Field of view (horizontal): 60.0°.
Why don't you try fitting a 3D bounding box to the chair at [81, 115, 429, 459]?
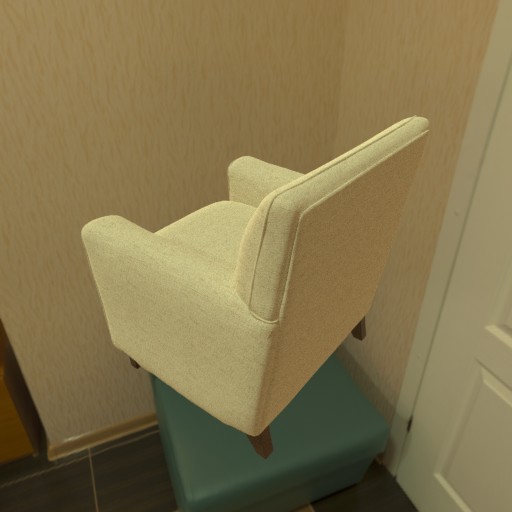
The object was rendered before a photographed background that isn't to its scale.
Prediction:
[{"bbox_3d":[0.000,0.000,1.590,0.823,0.943,0.870,22,38,31],"label":"chair"}]
